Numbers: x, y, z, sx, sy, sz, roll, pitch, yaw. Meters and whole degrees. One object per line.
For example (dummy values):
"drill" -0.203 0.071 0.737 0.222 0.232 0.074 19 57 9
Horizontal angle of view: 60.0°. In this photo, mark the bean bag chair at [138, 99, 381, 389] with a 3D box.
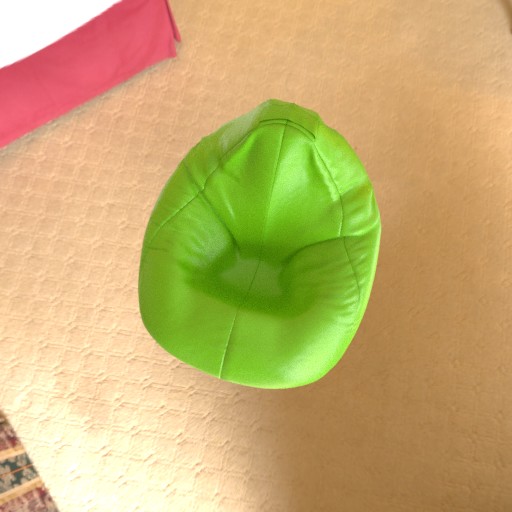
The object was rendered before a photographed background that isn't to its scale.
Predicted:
"bean bag chair" 0.000 0.000 1.901 1.070 0.990 1.070 17 76 4
